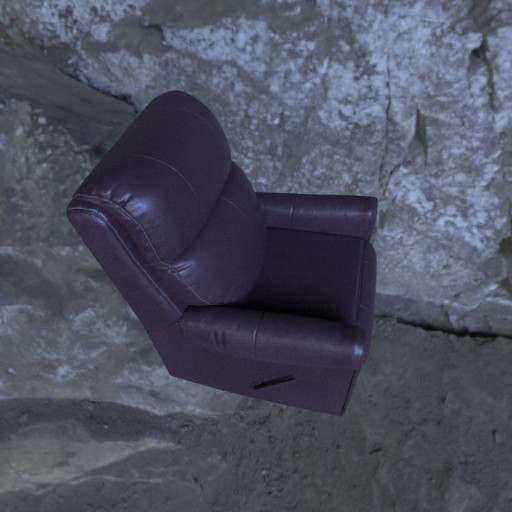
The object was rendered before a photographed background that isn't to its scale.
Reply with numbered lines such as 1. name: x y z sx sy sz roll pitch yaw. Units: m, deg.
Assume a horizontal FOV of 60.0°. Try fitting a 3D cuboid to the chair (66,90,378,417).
1. chair: 0.000 0.000 1.801 1.014 1.054 0.838 10 47 9
